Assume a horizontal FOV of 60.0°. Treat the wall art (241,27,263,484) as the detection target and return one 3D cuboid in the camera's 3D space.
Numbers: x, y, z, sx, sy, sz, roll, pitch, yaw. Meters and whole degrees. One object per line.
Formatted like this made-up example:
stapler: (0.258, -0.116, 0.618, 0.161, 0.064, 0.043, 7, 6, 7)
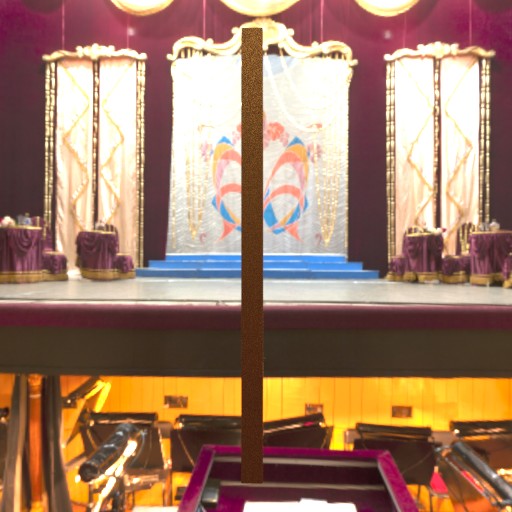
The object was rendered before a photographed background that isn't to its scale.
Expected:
wall art: (0.000, 0.000, 1.127, 0.036, 0.765, 0.767, 0, 0, 1)
